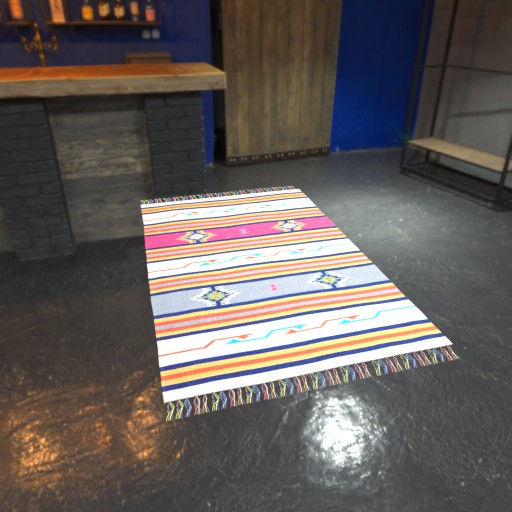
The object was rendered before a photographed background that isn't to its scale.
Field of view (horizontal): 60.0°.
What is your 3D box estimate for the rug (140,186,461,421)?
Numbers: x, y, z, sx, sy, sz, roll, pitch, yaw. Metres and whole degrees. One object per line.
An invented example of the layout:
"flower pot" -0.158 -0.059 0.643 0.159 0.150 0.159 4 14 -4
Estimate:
"rug" 0.000 0.000 2.260 1.084 0.013 1.849 -8 30 -13
